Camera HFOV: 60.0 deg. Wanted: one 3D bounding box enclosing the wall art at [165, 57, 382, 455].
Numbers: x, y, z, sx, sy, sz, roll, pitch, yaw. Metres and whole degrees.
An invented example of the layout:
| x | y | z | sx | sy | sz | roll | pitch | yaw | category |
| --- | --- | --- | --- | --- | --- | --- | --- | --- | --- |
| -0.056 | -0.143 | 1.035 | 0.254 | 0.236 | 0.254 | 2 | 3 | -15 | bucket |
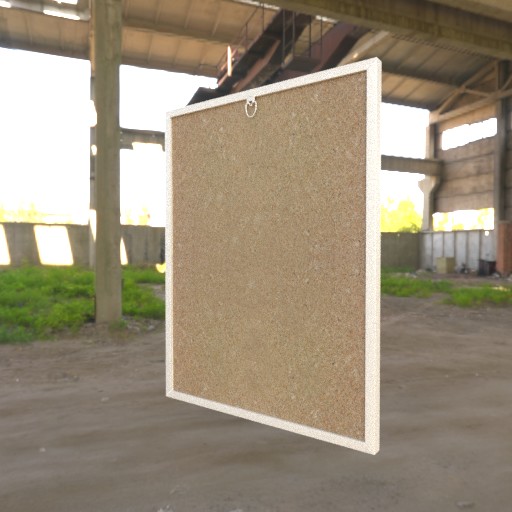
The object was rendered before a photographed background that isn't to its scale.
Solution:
| x | y | z | sx | sy | sz | roll | pitch | yaw | category |
| --- | --- | --- | --- | --- | --- | --- | --- | --- | --- |
| 0.000 | 0.000 | 1.422 | 0.805 | 1.056 | 0.042 | 1 | 1 | 36 | wall art |
